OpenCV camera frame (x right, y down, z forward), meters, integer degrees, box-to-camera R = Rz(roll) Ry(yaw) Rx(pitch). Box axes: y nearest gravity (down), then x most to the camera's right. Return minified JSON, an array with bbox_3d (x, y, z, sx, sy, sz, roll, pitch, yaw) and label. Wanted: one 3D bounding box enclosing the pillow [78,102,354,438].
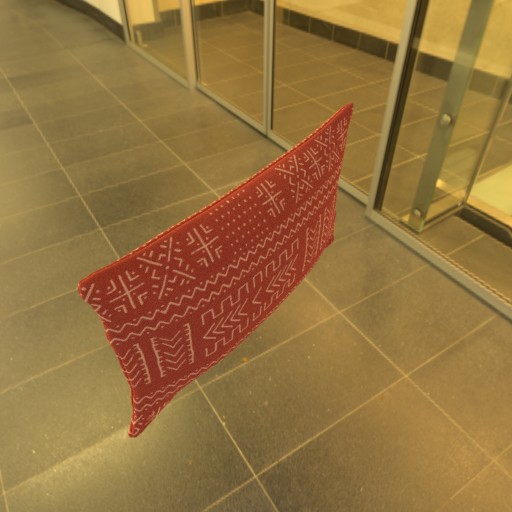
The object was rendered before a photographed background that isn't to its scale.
[{"bbox_3d":[0.000,0.000,0.785,0.130,0.352,0.640,27,48,27],"label":"pillow"}]
